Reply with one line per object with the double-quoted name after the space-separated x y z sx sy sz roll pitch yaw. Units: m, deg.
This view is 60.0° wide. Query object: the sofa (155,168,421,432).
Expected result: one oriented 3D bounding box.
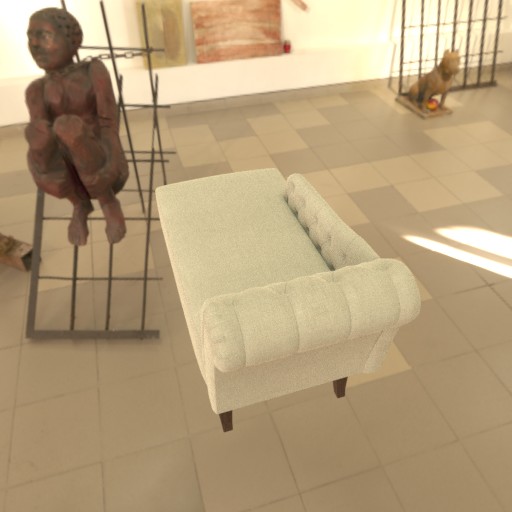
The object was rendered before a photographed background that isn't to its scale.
0.000 0.000 1.870 0.675 0.787 1.379 -12 43 -13 "sofa"
